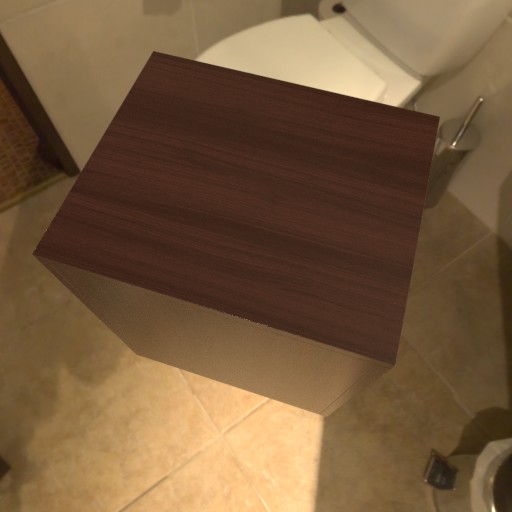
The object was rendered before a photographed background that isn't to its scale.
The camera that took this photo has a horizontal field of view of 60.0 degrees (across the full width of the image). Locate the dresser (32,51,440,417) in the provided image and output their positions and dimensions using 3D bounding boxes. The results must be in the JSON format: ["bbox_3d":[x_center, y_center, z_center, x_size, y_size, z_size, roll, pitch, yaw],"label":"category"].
[{"bbox_3d":[0.000,0.000,0.745,0.400,0.470,0.360,16,65,8],"label":"dresser"}]
